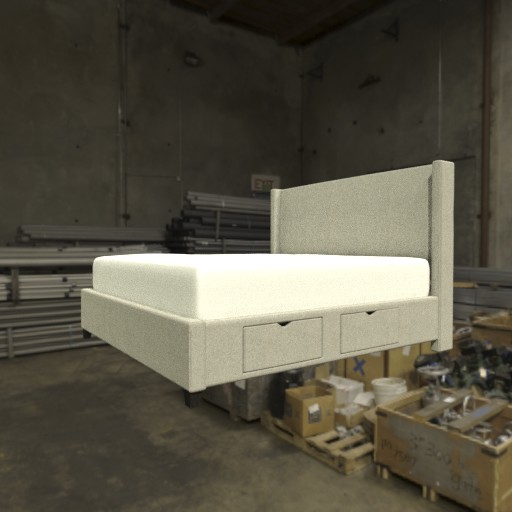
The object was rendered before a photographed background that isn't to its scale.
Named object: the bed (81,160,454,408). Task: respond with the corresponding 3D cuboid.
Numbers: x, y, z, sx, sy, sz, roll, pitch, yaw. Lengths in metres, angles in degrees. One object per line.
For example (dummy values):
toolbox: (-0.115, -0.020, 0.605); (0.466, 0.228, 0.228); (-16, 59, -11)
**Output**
bed: (0.000, 0.000, 3.678); (2.280, 1.470, 2.140); (-1, 2, -35)
